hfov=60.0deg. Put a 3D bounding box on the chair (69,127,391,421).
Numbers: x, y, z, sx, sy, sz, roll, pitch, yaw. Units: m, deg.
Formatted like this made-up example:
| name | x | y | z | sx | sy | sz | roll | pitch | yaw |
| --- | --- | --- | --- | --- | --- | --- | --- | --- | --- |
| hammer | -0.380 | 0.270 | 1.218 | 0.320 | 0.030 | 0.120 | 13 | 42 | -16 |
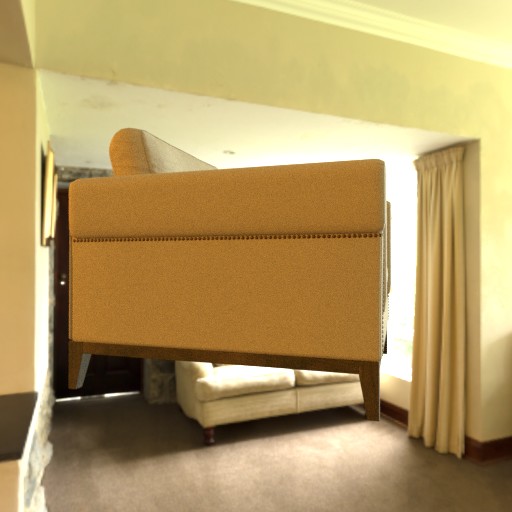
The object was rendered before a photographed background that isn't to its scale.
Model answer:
| name | x | y | z | sx | sy | sz | roll | pitch | yaw |
| --- | --- | --- | --- | --- | --- | --- | --- | --- | --- |
| chair | 0.000 | 0.000 | 1.660 | 0.959 | 0.838 | 0.914 | 0 | -1 | 18 |
